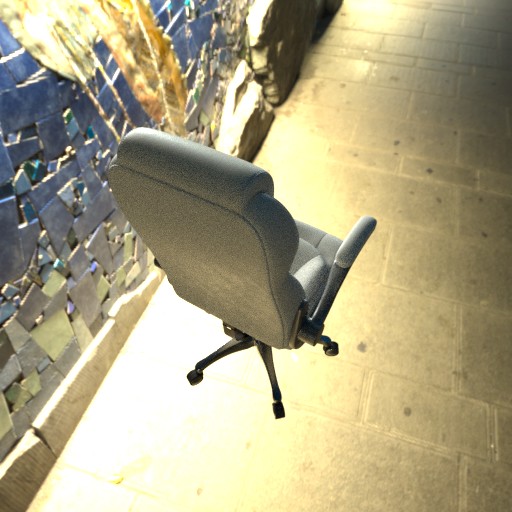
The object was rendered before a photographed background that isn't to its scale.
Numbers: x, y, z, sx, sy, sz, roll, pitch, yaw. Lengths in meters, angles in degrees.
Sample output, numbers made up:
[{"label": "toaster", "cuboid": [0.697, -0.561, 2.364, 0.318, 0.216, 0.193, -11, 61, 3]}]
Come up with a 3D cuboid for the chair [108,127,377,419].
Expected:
[{"label": "chair", "cuboid": [0.000, 0.000, 1.759, 0.755, 1.330, 0.806, 24, 50, 22]}]
